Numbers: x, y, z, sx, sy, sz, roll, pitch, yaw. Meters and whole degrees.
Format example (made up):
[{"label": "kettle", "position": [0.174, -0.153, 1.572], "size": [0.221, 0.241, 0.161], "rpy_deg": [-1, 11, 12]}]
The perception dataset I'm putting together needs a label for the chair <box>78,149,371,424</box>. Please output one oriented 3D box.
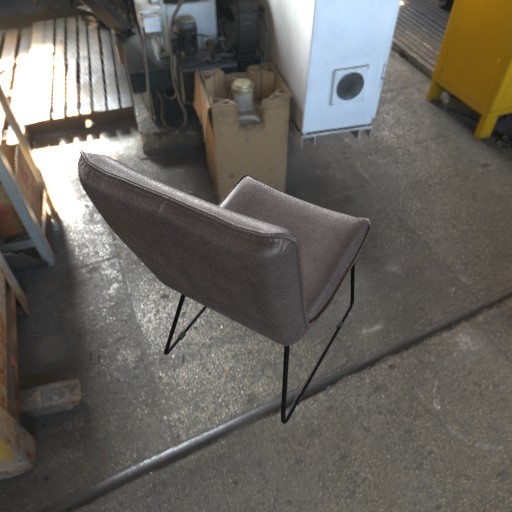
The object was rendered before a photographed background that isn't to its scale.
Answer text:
[{"label": "chair", "position": [0.000, 0.000, 1.331], "size": [0.515, 0.932, 0.688], "rpy_deg": [24, 52, 20]}]
